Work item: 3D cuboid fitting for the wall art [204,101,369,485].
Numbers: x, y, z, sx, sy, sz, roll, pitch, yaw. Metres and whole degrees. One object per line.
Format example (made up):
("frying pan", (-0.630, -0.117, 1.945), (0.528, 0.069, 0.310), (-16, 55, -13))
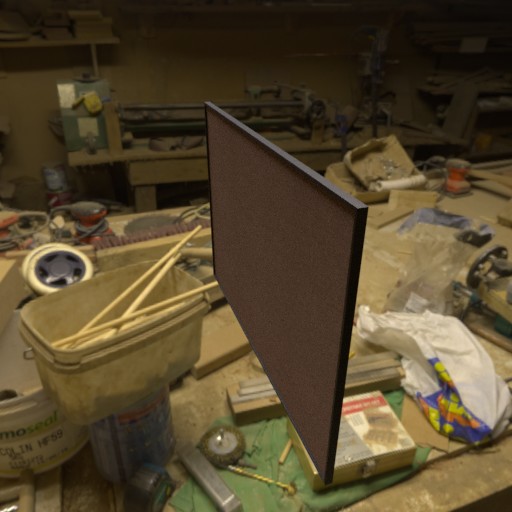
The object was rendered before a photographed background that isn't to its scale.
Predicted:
("wall art", (0.000, 0.000, 1.220), (0.019, 0.660, 0.957), (-10, 30, -17))
